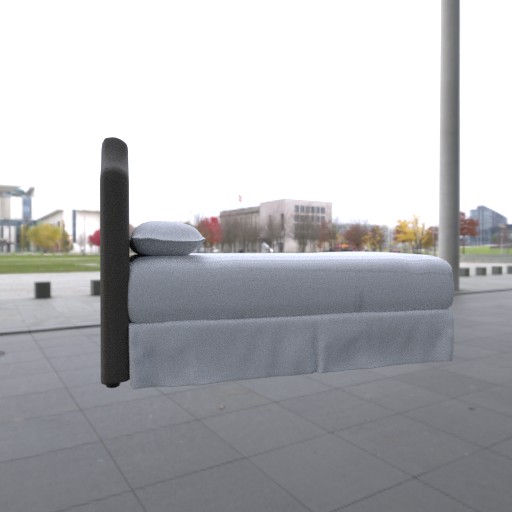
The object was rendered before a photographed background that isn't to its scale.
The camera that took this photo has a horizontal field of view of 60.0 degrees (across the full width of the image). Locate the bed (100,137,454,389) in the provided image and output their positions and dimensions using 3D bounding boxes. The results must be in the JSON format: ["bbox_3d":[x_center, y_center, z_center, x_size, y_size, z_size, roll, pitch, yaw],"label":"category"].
[{"bbox_3d":[0.000,0.000,3.944,2.536,1.561,2.194,0,1,-17],"label":"bed"}]
